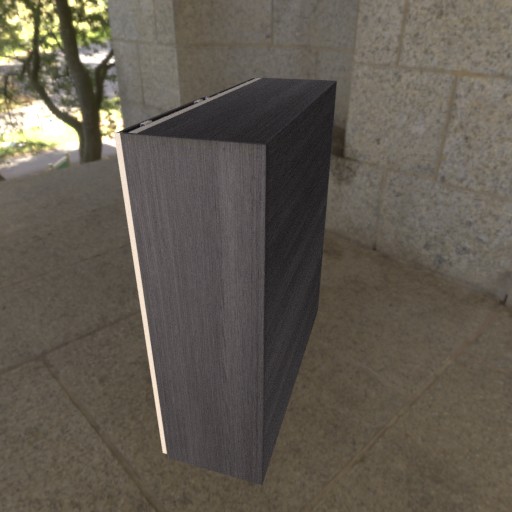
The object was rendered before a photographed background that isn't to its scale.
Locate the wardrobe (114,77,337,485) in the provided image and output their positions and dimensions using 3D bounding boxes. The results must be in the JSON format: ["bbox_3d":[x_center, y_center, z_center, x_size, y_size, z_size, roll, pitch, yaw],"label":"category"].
[{"bbox_3d":[0.000,0.000,2.890,0.629,1.960,1.780,9,30,15],"label":"wardrobe"}]
